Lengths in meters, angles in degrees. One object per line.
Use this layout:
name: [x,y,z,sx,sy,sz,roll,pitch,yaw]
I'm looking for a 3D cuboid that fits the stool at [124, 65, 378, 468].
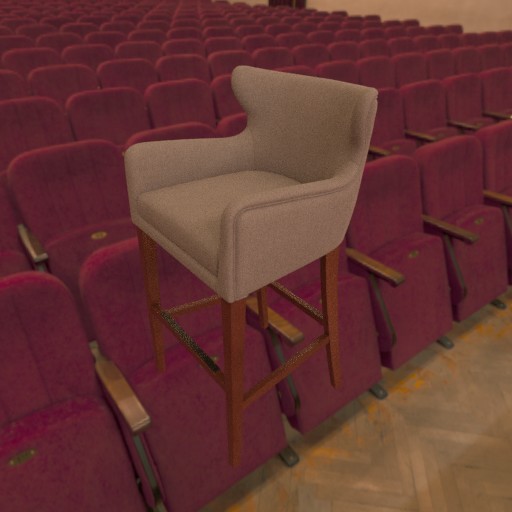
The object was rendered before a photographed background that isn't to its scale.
stool: [0.000,0.000,1.406,0.575,1.047,0.575,-21,36,-32]
